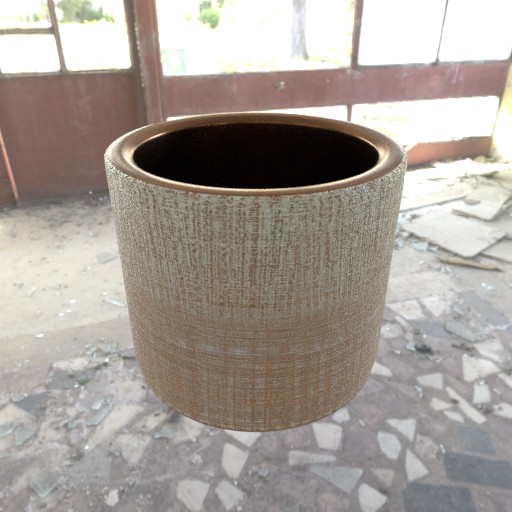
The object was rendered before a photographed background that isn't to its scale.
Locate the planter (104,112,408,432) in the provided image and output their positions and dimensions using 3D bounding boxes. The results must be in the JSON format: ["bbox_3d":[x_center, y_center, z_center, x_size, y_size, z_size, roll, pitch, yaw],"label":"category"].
[{"bbox_3d":[0.000,0.000,0.185,0.109,0.096,0.109,0,30,0],"label":"planter"}]
